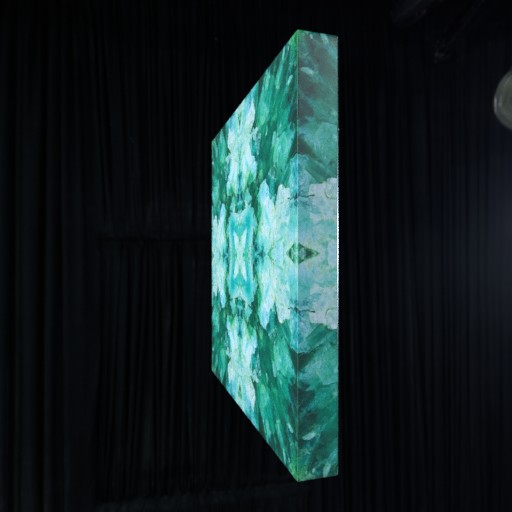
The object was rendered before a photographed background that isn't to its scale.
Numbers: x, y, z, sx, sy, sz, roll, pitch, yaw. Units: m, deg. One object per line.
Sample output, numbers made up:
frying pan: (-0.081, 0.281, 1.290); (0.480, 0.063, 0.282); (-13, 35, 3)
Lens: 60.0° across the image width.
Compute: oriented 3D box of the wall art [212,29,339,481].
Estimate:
wall art: (0.000, 0.000, 0.459); (0.033, 0.313, 0.313); (0, 0, -17)
